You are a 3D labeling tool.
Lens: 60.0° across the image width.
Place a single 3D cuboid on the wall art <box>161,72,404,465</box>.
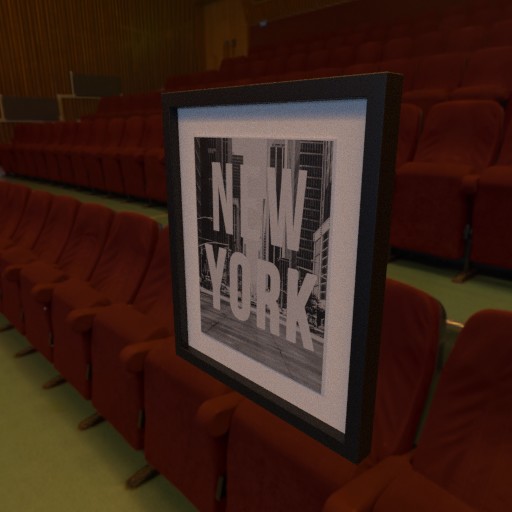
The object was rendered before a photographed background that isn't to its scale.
[{"bbox_3d":[0.000,0.000,0.529,0.028,0.381,0.328,-15,22,-42],"label":"wall art"}]
